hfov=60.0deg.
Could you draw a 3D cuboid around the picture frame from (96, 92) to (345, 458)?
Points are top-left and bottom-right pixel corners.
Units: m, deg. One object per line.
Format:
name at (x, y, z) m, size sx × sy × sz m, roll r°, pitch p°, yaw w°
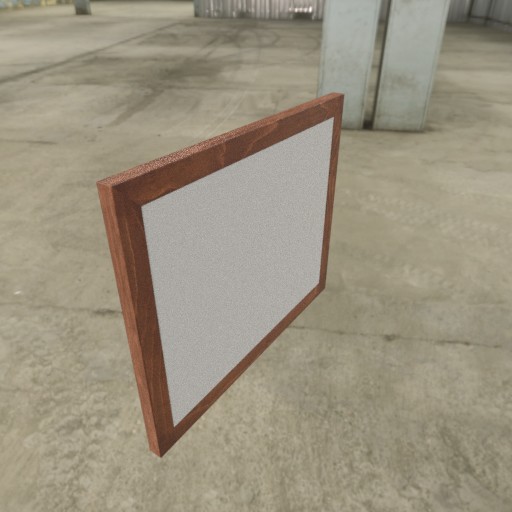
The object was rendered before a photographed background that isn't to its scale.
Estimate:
picture frame at (0.000, 0.000, 0.780) m, size 0.025 × 0.457 × 0.559 m, roll 20°, pitch 37°, yaw 29°
